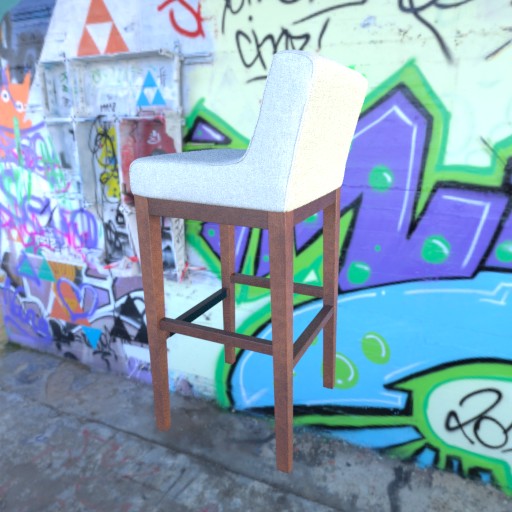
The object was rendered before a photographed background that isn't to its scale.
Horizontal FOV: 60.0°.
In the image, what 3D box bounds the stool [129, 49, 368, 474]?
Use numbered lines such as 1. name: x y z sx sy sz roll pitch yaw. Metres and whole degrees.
1. stool: 0.000 0.000 1.307 0.500 1.037 0.511 8 18 24
